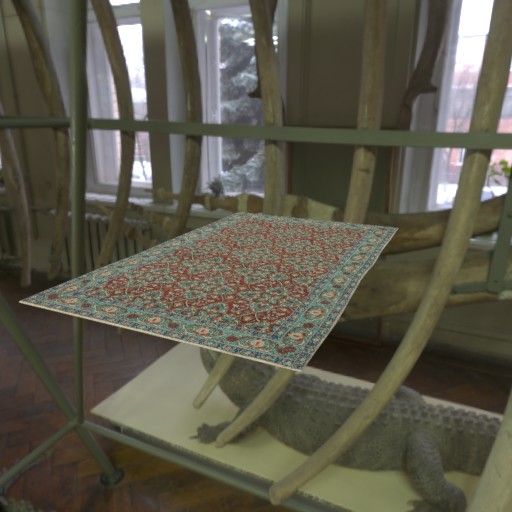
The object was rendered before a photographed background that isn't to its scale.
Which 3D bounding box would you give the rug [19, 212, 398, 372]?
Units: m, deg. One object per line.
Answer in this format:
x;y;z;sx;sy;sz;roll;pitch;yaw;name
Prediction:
0.000;0.000;3.002;1.533;0.011;2.439;8;19;24;rug
